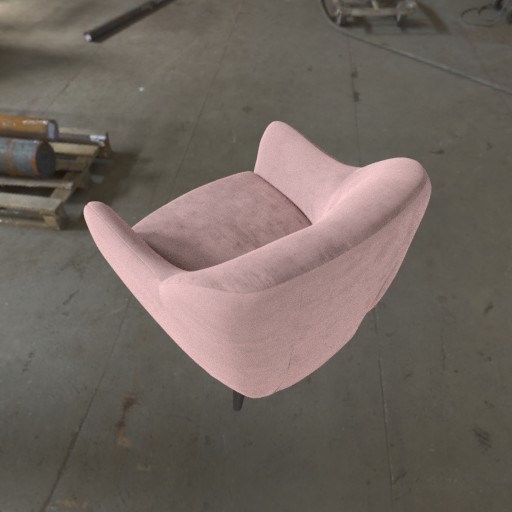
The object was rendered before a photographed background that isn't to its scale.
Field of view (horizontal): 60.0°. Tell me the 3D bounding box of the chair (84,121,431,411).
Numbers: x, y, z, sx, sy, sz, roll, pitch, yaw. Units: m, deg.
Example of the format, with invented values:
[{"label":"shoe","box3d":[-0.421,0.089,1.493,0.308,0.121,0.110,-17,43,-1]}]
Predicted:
[{"label":"chair","box3d":[0.000,0.000,1.511,0.840,0.820,0.820,-31,54,-26]}]
